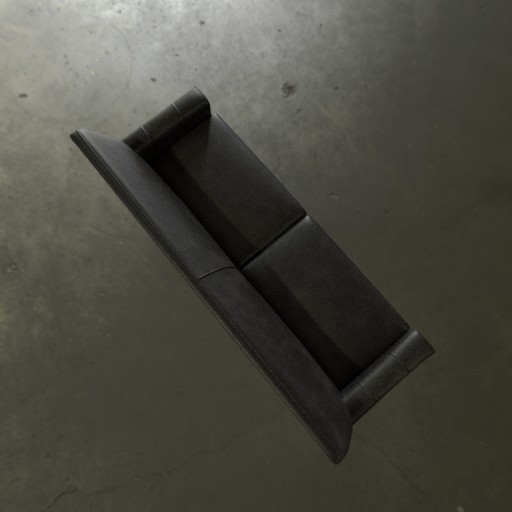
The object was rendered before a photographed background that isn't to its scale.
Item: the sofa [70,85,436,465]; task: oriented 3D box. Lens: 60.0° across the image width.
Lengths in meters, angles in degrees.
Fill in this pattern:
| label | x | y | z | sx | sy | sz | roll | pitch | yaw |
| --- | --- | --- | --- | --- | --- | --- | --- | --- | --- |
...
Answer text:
| label | x | y | z | sx | sy | sz | roll | pitch | yaw |
| --- | --- | --- | --- | --- | --- | --- | --- | --- | --- |
| sofa | 0.000 | 0.000 | 2.582 | 0.805 | 0.947 | 2.053 | -39 | 79 | -9 |
